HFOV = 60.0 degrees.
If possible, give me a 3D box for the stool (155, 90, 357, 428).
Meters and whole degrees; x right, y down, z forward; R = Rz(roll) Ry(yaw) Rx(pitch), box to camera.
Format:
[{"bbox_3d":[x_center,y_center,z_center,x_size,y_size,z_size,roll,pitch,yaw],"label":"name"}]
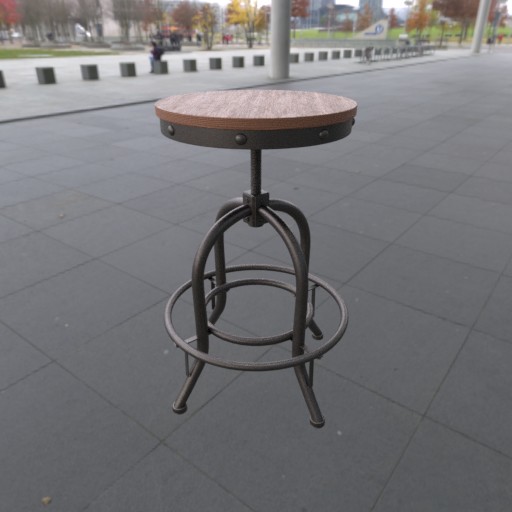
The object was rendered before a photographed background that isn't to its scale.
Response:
[{"bbox_3d":[0.000,0.000,0.915,0.439,0.609,0.439,-19,32,-33],"label":"stool"}]
